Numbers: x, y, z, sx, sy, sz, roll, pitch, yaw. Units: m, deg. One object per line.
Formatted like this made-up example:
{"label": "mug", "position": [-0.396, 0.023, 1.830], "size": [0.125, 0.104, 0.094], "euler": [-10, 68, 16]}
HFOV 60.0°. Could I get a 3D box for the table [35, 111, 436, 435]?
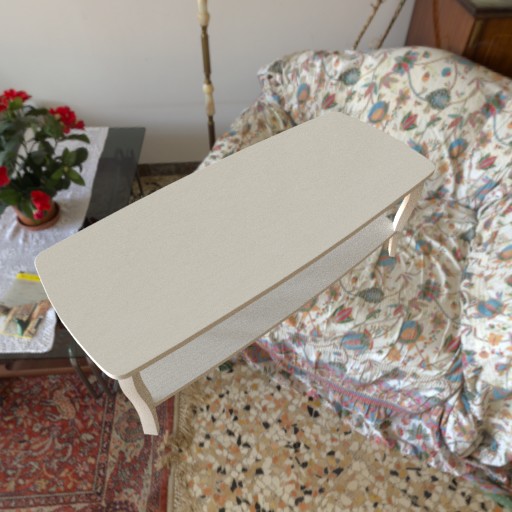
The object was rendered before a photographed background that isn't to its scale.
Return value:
{"label": "table", "position": [0.000, 0.000, 1.615], "size": [1.334, 0.474, 0.561], "euler": [-32, 55, -25]}
